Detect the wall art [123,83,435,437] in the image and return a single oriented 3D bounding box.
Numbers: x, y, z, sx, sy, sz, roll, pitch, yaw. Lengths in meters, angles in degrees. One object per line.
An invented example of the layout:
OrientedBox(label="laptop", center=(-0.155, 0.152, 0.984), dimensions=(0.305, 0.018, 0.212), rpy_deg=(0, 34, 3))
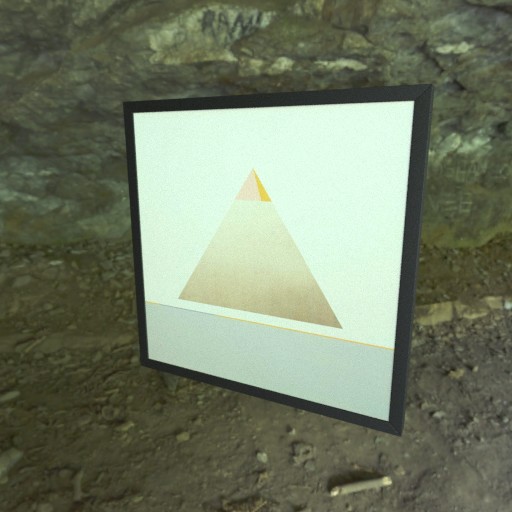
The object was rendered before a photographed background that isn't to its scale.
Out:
OrientedBox(label="wall art", center=(0.000, 0.000, 0.744), dimensions=(0.513, 0.511, 0.028), rpy_deg=(7, 15, 26))
